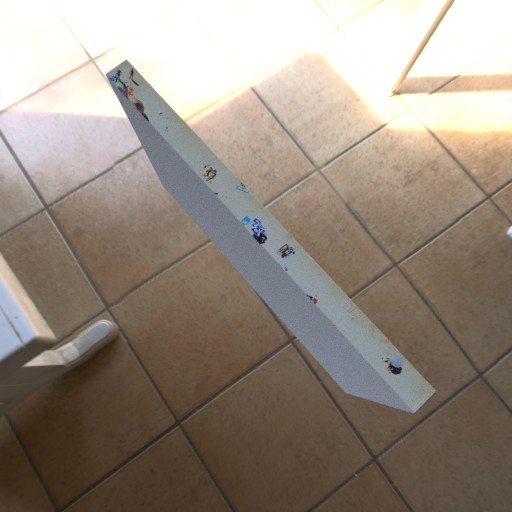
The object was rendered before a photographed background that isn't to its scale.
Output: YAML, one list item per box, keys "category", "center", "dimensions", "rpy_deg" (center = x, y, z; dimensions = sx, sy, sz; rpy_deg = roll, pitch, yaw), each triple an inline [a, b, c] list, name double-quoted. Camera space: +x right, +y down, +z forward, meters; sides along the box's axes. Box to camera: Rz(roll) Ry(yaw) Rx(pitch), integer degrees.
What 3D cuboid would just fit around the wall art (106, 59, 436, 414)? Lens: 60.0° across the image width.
- category: "wall art"
  center: [0.000, 0.000, 1.137]
  dimensions: [0.057, 0.595, 0.894]
  rpy_deg: [-40, 79, -9]
